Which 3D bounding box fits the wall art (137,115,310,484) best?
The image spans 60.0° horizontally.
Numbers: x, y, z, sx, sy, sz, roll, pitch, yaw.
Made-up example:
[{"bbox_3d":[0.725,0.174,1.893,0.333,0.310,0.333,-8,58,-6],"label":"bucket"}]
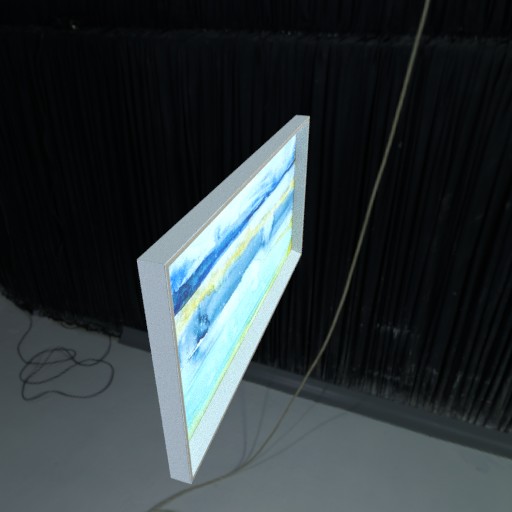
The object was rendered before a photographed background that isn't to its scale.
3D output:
[{"bbox_3d":[0.000,0.000,0.974,0.038,0.431,0.812,9,31,16],"label":"wall art"}]
